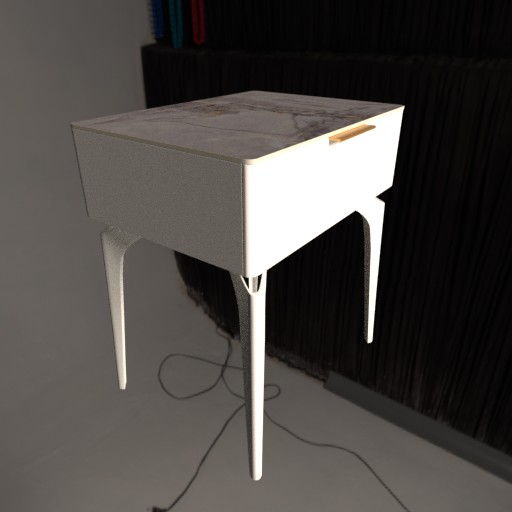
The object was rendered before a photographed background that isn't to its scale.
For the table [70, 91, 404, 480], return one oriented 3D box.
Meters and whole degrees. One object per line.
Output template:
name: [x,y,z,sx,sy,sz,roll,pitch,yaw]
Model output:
table: [0.000,0.000,0.919,0.400,0.570,0.500,19,33,32]
